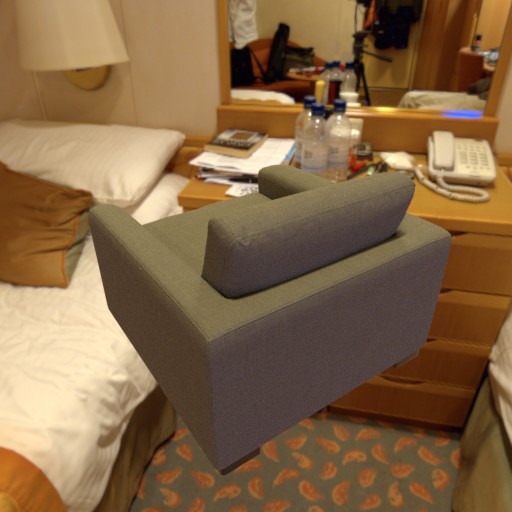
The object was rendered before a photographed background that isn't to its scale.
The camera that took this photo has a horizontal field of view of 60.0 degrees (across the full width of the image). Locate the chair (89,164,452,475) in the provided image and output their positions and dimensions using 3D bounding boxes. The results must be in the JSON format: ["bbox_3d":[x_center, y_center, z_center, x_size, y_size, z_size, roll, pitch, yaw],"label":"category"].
[{"bbox_3d":[0.000,0.000,1.884,1.070,0.847,1.100,-19,36,-29],"label":"chair"}]
